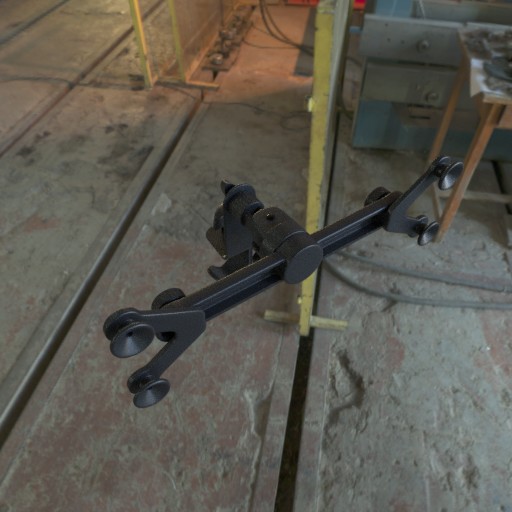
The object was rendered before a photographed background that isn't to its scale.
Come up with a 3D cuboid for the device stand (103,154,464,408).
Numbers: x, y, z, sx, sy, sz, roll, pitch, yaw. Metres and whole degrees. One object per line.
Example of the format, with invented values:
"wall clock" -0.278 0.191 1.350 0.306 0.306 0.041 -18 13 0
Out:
"device stand" 0.000 0.000 0.364 0.270 0.166 0.142 -26 52 -23
